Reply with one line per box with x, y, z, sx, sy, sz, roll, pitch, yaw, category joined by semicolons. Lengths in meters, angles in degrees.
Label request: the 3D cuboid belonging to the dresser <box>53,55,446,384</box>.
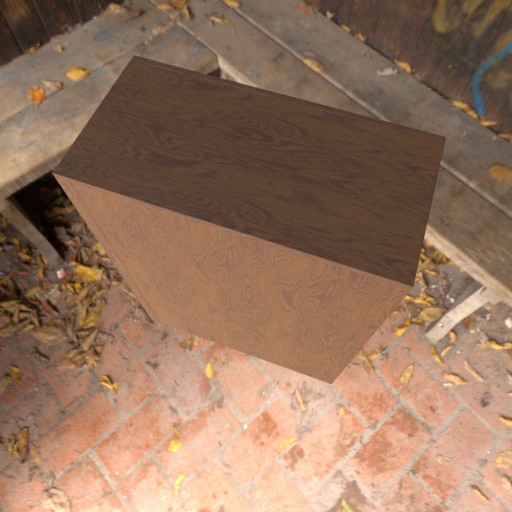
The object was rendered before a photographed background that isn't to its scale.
0.000;0.000;1.803;0.964;1.320;0.516;18;65;9;dresser
